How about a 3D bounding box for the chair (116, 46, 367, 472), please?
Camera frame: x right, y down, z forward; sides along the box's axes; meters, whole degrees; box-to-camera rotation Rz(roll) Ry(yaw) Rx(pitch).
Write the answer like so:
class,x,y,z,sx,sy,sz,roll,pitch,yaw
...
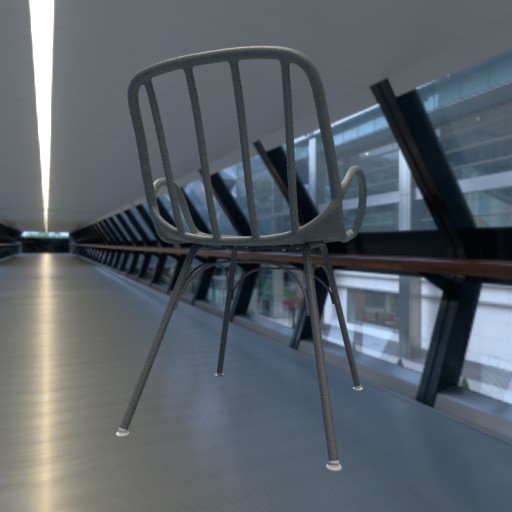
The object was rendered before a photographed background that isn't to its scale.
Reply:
class,x,y,z,sx,sy,sz,roll,pitch,yaw
chair,0.000,0.000,1.155,0.549,0.816,0.597,0,0,19
